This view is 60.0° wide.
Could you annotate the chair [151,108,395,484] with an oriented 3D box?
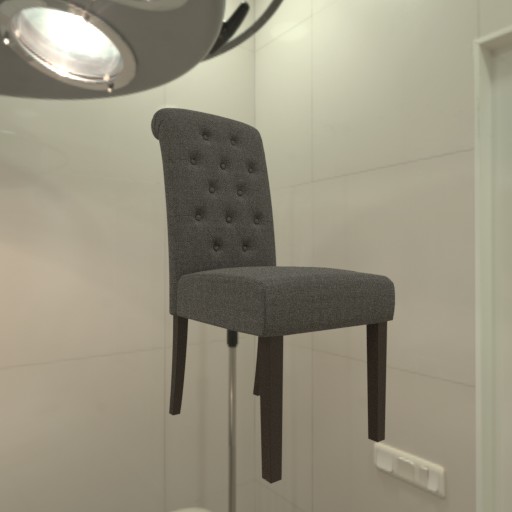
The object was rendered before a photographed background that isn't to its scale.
[{"bbox_3d":[0.000,0.000,1.353,0.456,1.006,0.671,0,-1,-37],"label":"chair"}]
